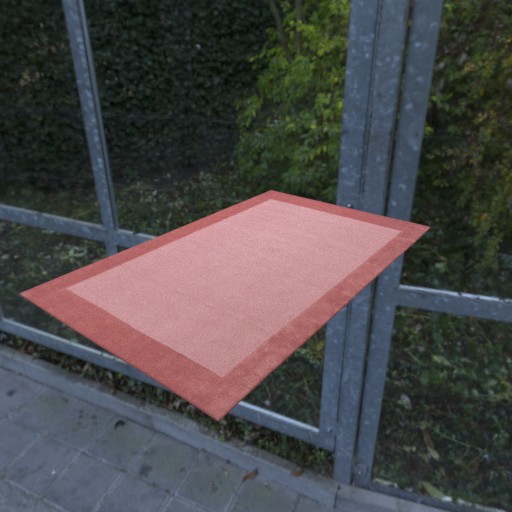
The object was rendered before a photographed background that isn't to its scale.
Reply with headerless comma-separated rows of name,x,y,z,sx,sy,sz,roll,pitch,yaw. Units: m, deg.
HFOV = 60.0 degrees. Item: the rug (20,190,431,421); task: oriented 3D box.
rug,0.000,0.000,2.967,1.524,0.014,2.438,19,32,33
